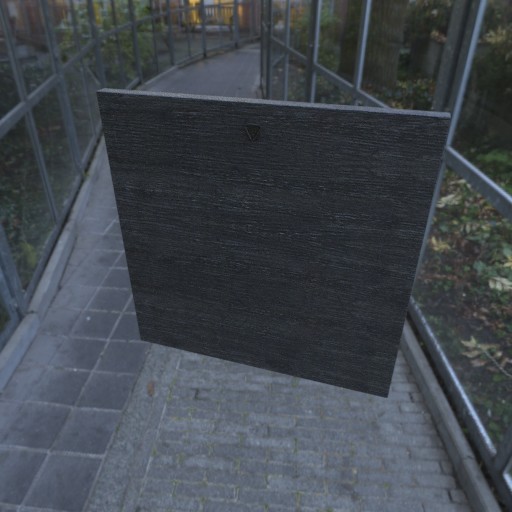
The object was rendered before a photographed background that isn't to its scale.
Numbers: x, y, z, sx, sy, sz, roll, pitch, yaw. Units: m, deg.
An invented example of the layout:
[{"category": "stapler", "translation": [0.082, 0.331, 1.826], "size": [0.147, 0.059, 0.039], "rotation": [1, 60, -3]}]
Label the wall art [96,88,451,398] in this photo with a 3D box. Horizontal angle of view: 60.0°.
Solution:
[{"category": "wall art", "translation": [0.000, 0.000, 0.681], "size": [0.462, 0.459, 0.027], "rotation": [9, 33, 15]}]
